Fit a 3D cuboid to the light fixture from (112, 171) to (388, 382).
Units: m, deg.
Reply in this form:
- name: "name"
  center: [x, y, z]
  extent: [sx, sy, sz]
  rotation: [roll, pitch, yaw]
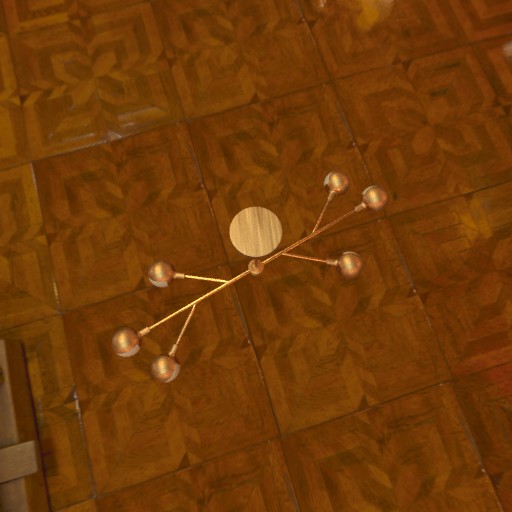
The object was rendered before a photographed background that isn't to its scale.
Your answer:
- name: "light fixture"
  center: [0.000, 0.000, 1.026]
  extent: [0.778, 0.362, 0.434]
  rotation: [-14, 75, -4]
